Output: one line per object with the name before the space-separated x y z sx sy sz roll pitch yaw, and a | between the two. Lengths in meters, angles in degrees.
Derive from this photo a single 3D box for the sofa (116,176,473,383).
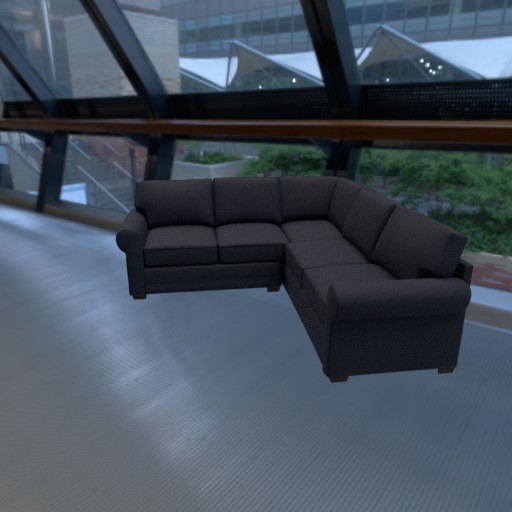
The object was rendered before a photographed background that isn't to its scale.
sofa | 0.000 0.000 3.863 2.487 1.042 2.562 -3 19 -7
